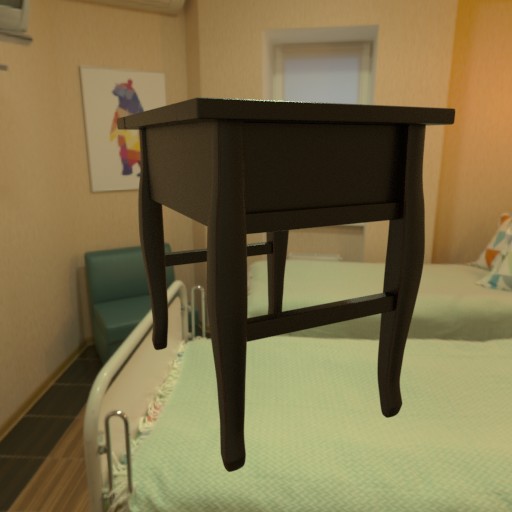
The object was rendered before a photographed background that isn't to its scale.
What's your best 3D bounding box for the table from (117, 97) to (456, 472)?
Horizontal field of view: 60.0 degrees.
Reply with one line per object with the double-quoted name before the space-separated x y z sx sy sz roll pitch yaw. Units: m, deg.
"table" 0.000 0.000 0.989 0.460 0.604 0.602 -7 16 -25
